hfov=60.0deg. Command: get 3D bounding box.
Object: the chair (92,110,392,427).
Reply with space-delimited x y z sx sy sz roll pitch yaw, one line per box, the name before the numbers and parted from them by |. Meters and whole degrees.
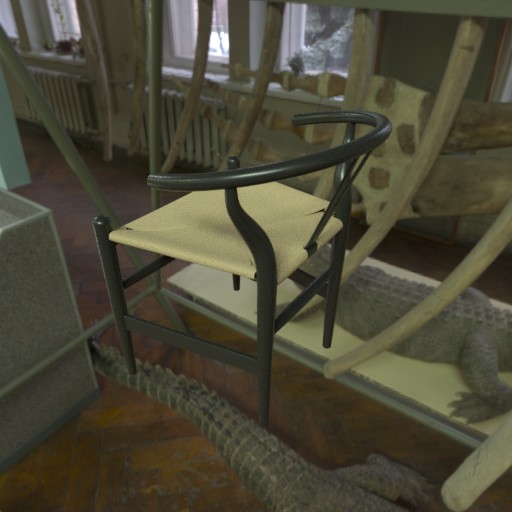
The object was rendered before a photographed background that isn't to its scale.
chair | 0.000 0.000 1.149 0.570 0.739 0.570 20 37 29
